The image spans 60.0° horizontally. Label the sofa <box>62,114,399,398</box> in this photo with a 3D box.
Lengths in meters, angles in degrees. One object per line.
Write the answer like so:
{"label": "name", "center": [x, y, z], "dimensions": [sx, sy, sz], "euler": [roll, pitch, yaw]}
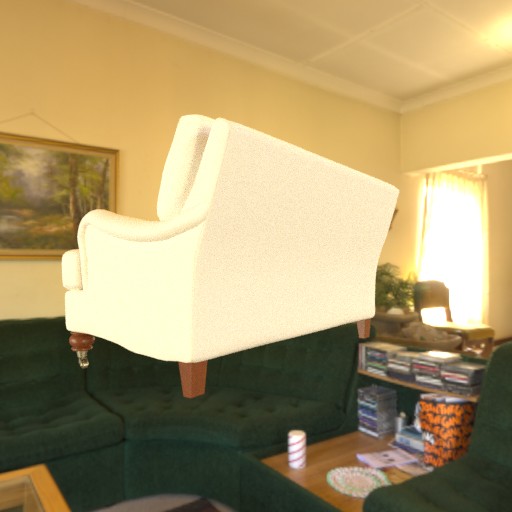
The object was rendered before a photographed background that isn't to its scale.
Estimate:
{"label": "sofa", "center": [0.000, 0.000, 2.559], "dimensions": [1.084, 1.101, 1.853], "euler": [-1, -1, 37]}
